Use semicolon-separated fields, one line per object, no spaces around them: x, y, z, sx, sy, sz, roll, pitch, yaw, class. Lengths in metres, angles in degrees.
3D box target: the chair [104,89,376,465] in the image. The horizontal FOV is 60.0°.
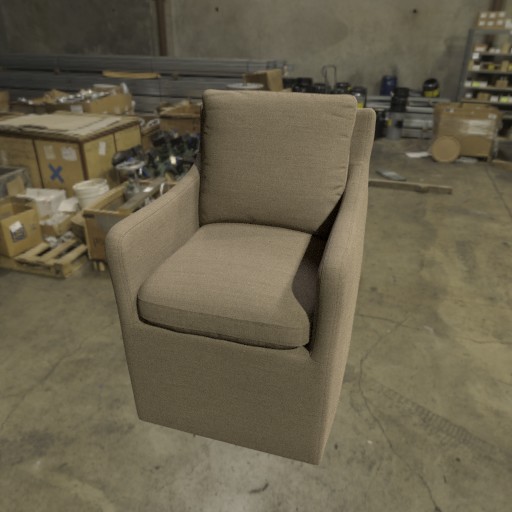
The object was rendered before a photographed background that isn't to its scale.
0.000;0.000;1.367;0.626;0.914;0.694;8;28;15;chair
